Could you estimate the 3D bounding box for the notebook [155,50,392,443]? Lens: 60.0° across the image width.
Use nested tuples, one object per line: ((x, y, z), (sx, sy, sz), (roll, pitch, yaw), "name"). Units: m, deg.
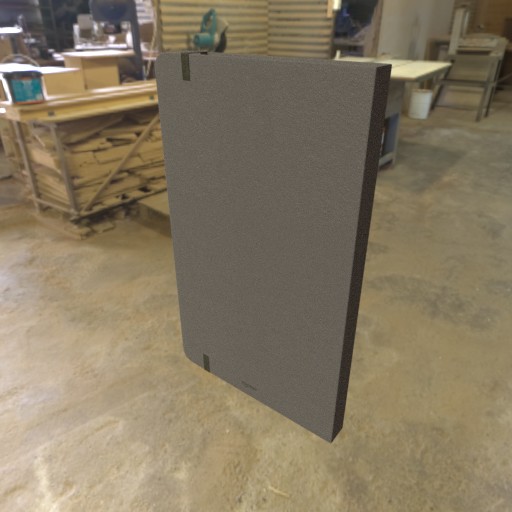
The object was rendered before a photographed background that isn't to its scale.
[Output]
((0.000, 0.000, 0.258), (0.127, 0.213, 0.016), (20, 35, 32), "notebook")
